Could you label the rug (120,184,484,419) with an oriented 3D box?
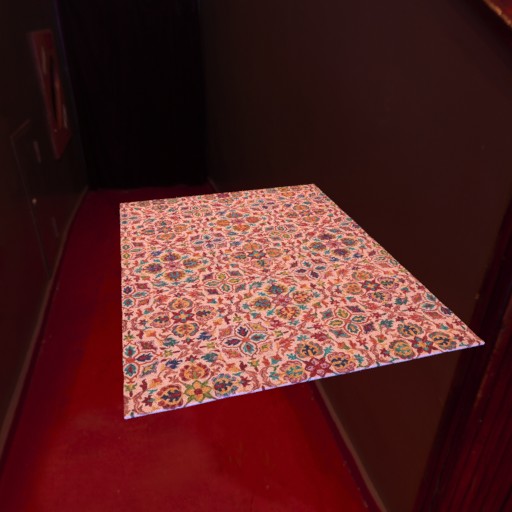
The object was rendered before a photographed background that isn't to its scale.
[{"bbox_3d":[0.000,0.000,4.159,2.446,0.020,3.215,-8,31,-13],"label":"rug"}]
